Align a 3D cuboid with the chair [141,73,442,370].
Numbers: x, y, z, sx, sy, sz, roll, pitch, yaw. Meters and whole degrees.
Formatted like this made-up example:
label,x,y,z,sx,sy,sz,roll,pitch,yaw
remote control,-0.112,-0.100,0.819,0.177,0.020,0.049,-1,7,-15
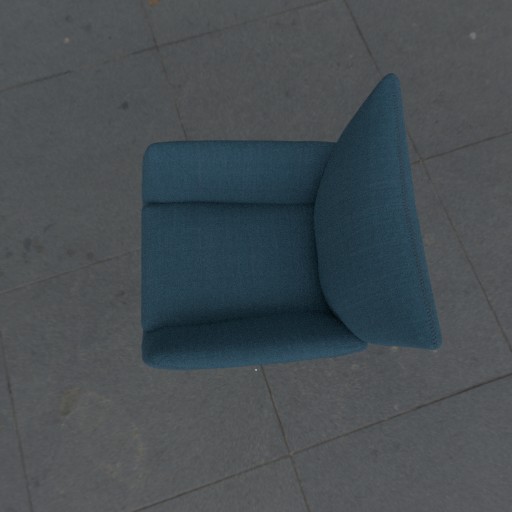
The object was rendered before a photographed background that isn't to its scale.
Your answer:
label,x,y,z,sx,sy,sz,roll,pitch,yaw
chair,0.000,0.000,1.406,0.769,0.859,0.678,-3,76,-1
